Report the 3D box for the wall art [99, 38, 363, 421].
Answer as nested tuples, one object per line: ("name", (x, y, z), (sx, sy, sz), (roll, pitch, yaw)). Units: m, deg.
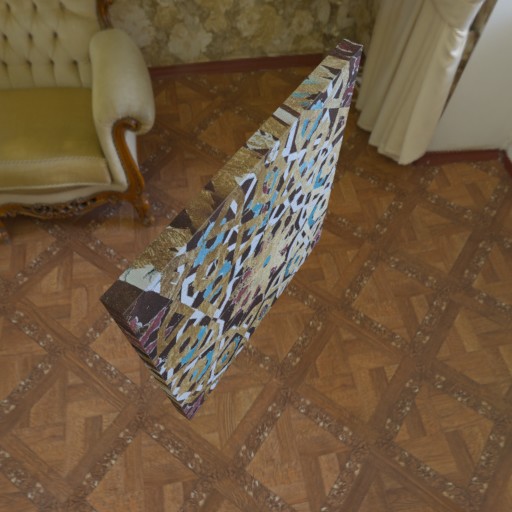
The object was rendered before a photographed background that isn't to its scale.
("wall art", (0.000, 0.000, 0.907), (0.041, 0.613, 0.609), (30, 63, 17))
